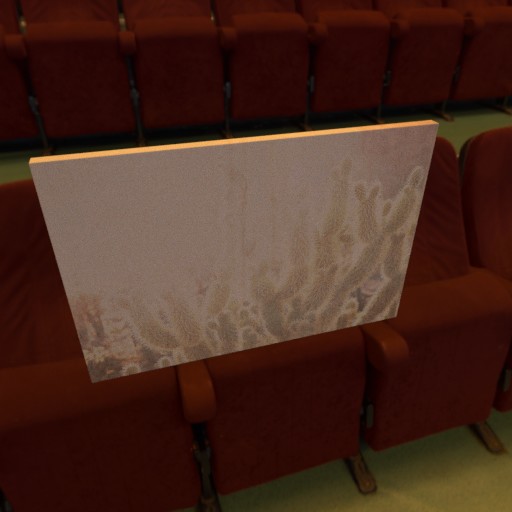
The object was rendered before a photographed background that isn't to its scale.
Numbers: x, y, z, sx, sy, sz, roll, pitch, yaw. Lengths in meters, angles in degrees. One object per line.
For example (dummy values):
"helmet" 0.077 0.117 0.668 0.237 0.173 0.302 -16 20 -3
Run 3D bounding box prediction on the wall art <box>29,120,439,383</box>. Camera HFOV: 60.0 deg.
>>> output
"wall art" 0.000 0.000 1.413 1.142 0.758 0.041 -9 34 -14
